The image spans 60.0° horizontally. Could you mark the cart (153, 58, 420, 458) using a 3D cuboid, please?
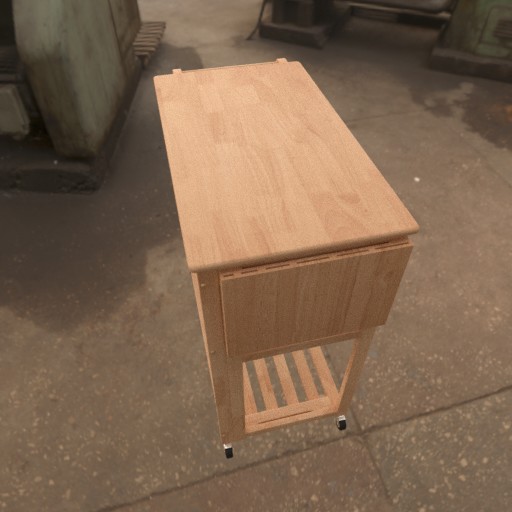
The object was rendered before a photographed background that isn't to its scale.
[{"bbox_3d":[0.000,0.000,1.373,0.432,0.879,0.853,-10,47,-9],"label":"cart"}]
